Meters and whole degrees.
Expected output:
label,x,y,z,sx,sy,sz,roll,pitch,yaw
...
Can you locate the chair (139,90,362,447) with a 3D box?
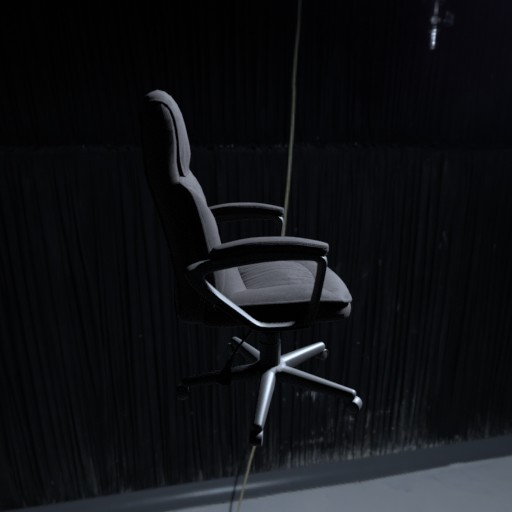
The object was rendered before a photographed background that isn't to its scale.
label,x,y,z,sx,sy,sz,roll,pitch,yaw
chair,0.000,0.000,1.588,0.724,1.105,0.667,-3,17,-9
